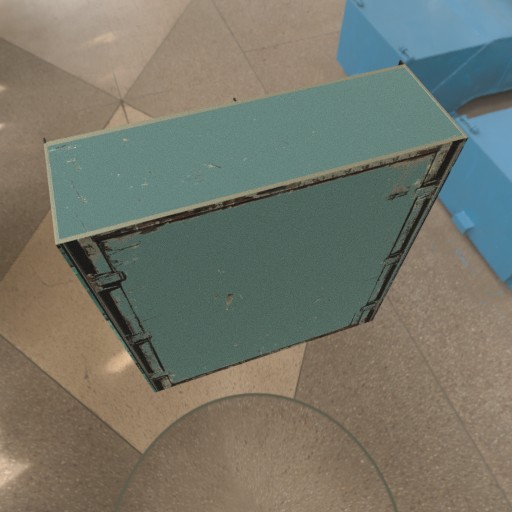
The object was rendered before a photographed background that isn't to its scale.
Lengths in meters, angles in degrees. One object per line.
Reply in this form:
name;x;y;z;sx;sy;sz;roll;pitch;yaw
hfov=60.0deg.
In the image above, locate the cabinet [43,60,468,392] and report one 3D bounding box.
cabinet;0.000;0.000;3.104;2.000;2.160;0.680;-16;58;-10
